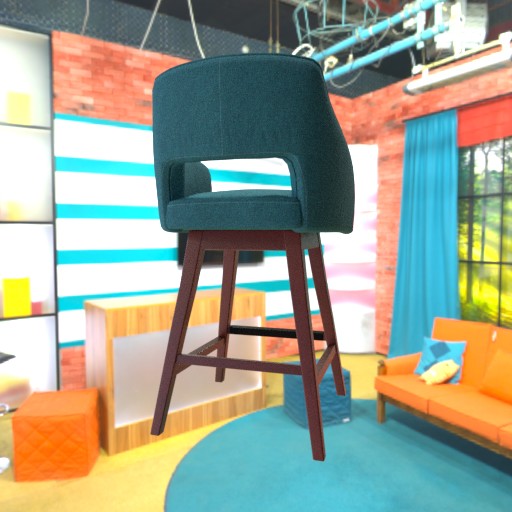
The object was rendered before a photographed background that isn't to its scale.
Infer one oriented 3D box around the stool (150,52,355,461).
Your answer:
[{"bbox_3d":[0.000,0.000,1.304,0.548,0.961,0.556,1,3,18],"label":"stool"}]
